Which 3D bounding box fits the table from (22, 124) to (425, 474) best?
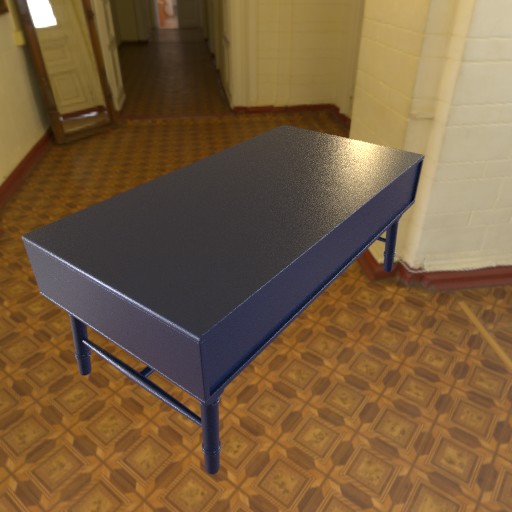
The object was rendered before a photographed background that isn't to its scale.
[{"bbox_3d":[0.000,0.000,1.351,0.572,0.457,1.067,22,39,30],"label":"table"}]
